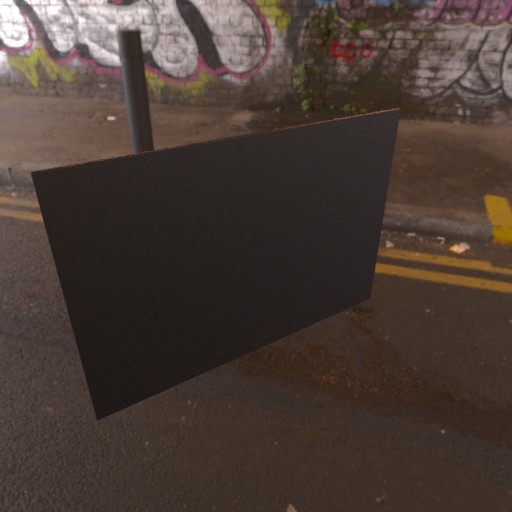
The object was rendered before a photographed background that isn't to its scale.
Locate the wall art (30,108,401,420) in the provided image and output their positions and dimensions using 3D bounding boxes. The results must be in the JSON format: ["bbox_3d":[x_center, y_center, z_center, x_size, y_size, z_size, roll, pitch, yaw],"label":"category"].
[{"bbox_3d":[0.000,0.000,1.466,1.192,0.811,0.013,-18,35,-28],"label":"wall art"}]
